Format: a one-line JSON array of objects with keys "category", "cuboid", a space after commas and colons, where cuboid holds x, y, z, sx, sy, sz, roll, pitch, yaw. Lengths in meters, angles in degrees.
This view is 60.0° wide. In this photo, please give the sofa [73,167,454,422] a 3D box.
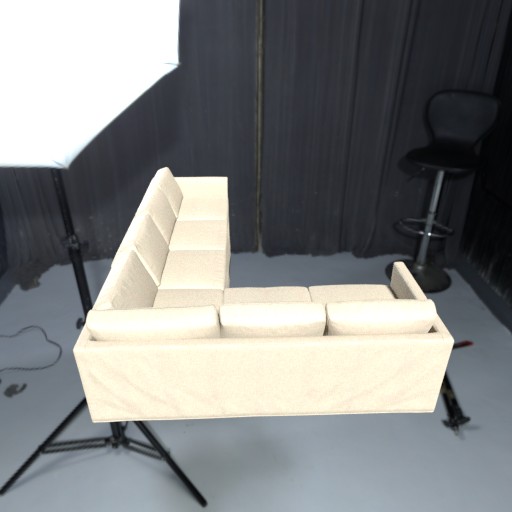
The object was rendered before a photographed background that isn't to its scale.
[{"category": "sofa", "cuboid": [0.000, 0.000, 4.280, 2.432, 0.871, 3.182, -1, 29, -2]}]
